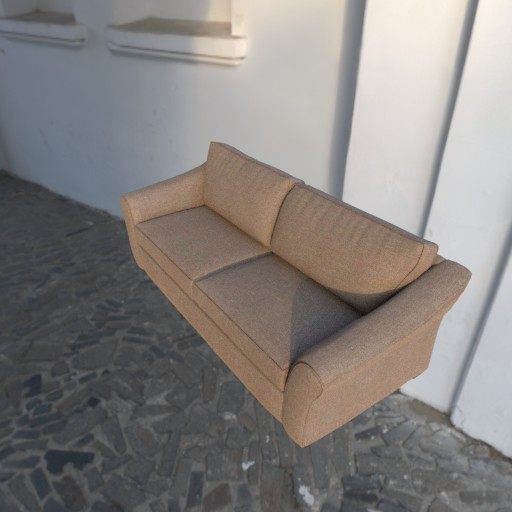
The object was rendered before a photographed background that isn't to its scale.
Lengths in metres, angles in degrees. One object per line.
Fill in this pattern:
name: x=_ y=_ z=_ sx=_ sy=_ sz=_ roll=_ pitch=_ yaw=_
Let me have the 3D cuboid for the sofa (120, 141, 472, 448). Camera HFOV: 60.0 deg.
sofa: x=0.000 y=0.000 z=2.807 sx=0.986 sy=0.906 sz=2.270 roll=-20 pitch=37 yaw=-29
